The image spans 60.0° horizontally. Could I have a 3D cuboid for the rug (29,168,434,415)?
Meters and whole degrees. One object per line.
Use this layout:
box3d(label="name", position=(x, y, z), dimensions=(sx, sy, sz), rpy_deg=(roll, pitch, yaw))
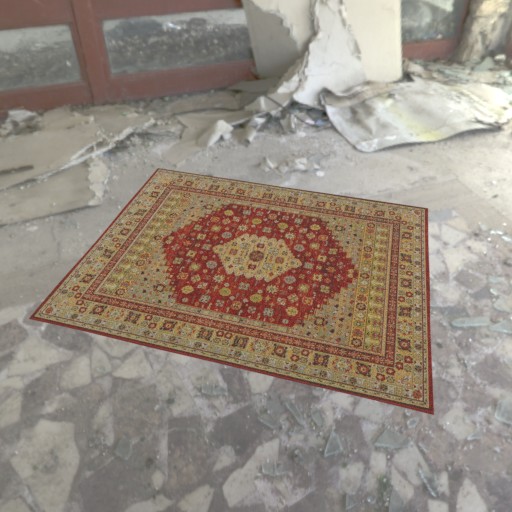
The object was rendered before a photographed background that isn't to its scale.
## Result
box3d(label="rug", position=(0.000, 0.000, 4.039), dimensions=(3.053, 0.013, 2.387), rpy_deg=(10, 42, 12))
